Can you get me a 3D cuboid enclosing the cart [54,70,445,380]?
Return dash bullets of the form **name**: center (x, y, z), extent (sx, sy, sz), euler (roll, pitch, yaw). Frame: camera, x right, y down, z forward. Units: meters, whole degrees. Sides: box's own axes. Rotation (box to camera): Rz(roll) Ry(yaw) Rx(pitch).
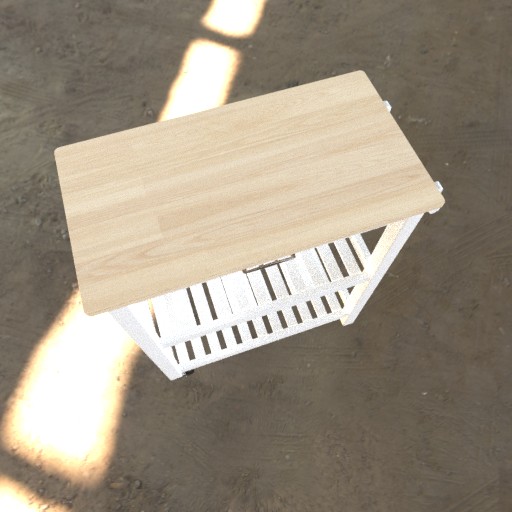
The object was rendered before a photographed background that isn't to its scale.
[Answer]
- **cart**: center (0.000, 0.000, 1.479), extent (0.899, 0.927, 0.457), euler (-17, 65, -8)
